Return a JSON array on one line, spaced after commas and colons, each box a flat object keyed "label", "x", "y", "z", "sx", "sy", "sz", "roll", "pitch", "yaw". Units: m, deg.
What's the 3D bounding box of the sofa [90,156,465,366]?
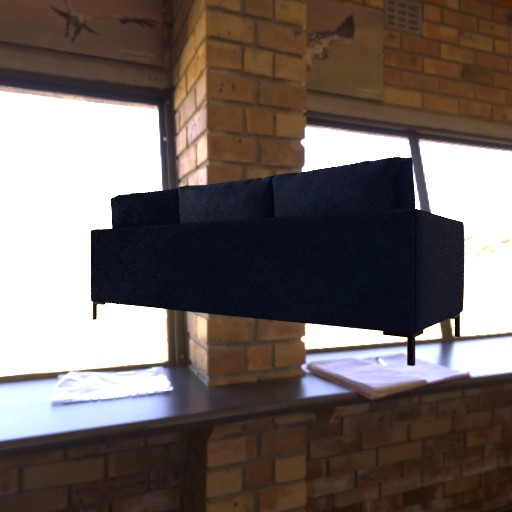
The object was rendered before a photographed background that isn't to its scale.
[{"label": "sofa", "x": 0.000, "y": 0.000, "z": 2.741, "sx": 2.252, "sy": 0.879, "sz": 0.875, "roll": 0, "pitch": 0, "yaw": 37}]
